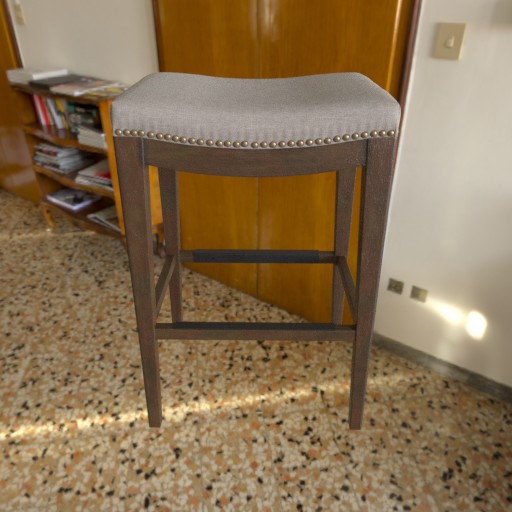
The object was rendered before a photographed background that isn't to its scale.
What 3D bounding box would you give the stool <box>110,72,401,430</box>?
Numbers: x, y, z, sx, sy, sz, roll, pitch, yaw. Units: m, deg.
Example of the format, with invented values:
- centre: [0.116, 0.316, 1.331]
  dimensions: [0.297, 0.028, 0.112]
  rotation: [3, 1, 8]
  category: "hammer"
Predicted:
- centre: [0.000, 0.000, 1.027]
  dimensions: [0.508, 0.762, 0.356]
  rotation: [0, 30, 1]
  category: "stool"
